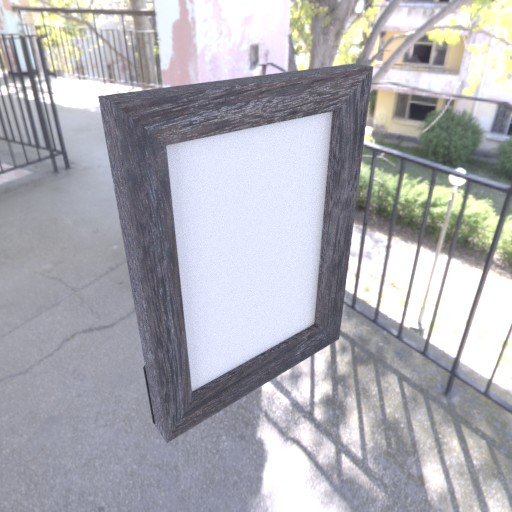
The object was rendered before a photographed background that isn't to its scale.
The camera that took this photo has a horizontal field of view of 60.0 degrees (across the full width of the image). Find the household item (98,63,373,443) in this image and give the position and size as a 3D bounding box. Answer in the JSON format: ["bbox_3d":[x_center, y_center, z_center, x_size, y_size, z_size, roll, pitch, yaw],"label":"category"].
[{"bbox_3d":[0.000,0.000,0.279,0.160,0.210,0.020,-22,37,-32],"label":"household item"}]
